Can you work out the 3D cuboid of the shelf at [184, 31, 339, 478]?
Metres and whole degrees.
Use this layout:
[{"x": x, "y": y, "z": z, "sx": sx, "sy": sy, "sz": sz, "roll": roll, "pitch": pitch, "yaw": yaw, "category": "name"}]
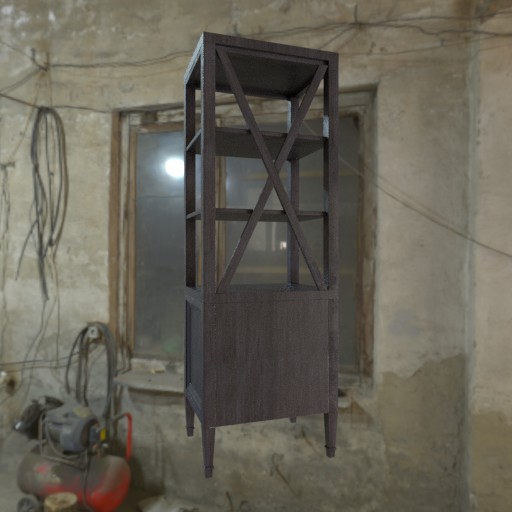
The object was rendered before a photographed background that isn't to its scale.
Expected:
[{"x": 0.000, "y": 0.000, "z": 2.021, "sx": 0.584, "sy": 1.727, "sz": 0.472, "roll": 0, "pitch": 0, "yaw": -18, "category": "shelf"}]
